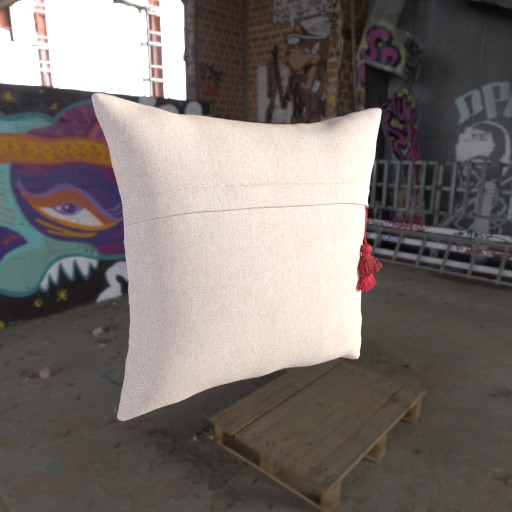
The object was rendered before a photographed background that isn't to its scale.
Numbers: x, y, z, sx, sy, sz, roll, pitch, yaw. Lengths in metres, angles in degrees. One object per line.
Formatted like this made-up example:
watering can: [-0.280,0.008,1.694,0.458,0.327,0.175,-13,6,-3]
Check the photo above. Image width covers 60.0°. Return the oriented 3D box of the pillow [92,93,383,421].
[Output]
pillow: [0.000,0.000,0.662,0.433,0.436,0.173,-7,15,-27]
